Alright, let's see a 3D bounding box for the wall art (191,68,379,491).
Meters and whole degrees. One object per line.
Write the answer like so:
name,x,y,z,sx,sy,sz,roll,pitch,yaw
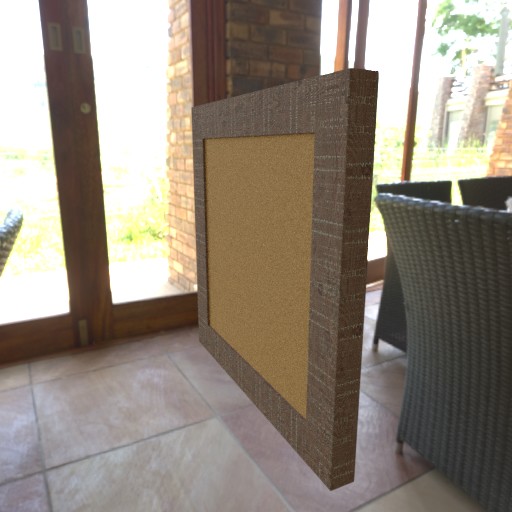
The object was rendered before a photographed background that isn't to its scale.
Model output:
wall art,0.000,0.000,0.772,0.040,0.531,0.531,-7,15,-26
